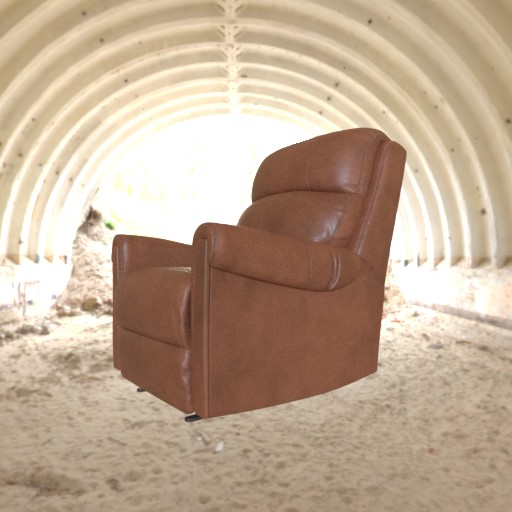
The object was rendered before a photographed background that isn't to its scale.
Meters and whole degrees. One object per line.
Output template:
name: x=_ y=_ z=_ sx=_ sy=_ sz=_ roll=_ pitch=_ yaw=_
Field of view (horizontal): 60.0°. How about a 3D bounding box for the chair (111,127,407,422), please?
chair: x=0.000 y=0.000 z=1.807 sx=1.014 sy=1.054 sz=0.838 roll=0 pitch=-1 yaw=-37
